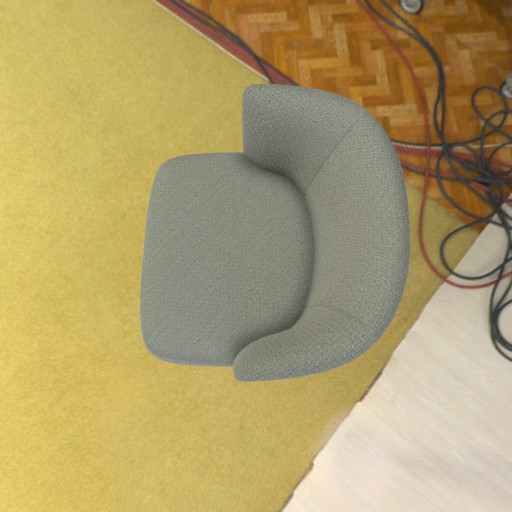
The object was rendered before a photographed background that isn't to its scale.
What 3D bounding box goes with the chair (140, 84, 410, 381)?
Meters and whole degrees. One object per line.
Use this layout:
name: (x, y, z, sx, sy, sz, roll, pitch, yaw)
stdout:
chair: (0.000, 0.000, 1.313, 0.660, 0.760, 0.700, 1, 76, 0)
